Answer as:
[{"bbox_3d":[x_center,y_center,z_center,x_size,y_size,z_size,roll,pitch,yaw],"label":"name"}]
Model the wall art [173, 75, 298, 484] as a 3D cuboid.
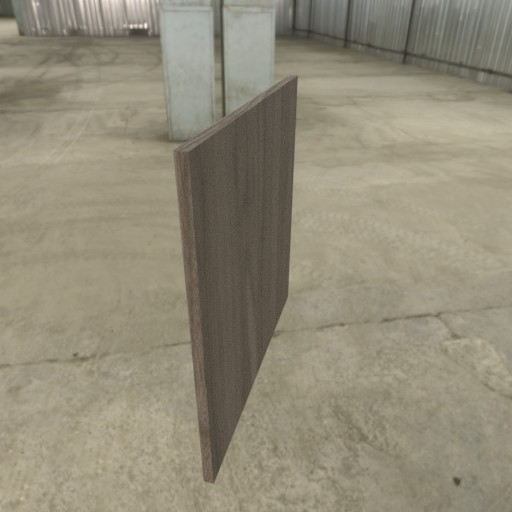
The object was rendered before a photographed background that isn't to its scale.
[{"bbox_3d":[0.000,0.000,0.752,0.016,0.507,0.508,8,31,14],"label":"wall art"}]
